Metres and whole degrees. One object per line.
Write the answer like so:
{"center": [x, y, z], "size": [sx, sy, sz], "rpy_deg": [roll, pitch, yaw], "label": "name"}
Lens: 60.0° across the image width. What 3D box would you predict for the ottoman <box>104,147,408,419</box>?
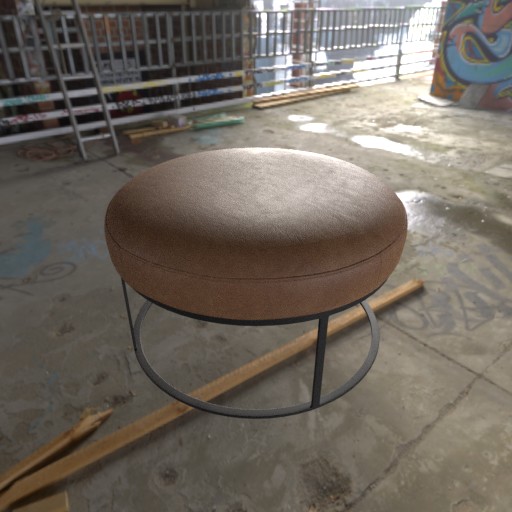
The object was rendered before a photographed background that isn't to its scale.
{"center": [0.000, 0.000, 1.246], "size": [0.771, 0.460, 0.771], "rpy_deg": [0, 30, 0], "label": "ottoman"}
